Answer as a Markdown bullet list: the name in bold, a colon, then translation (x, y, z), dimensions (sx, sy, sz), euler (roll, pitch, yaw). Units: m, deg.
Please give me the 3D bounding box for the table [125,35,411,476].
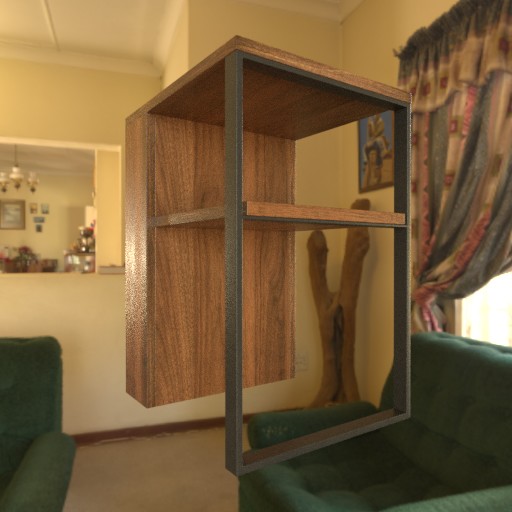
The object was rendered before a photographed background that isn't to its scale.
- **table**: translation (0.000, 0.000, 1.549), dimensions (0.660, 1.041, 0.786), euler (0, 0, -35)
